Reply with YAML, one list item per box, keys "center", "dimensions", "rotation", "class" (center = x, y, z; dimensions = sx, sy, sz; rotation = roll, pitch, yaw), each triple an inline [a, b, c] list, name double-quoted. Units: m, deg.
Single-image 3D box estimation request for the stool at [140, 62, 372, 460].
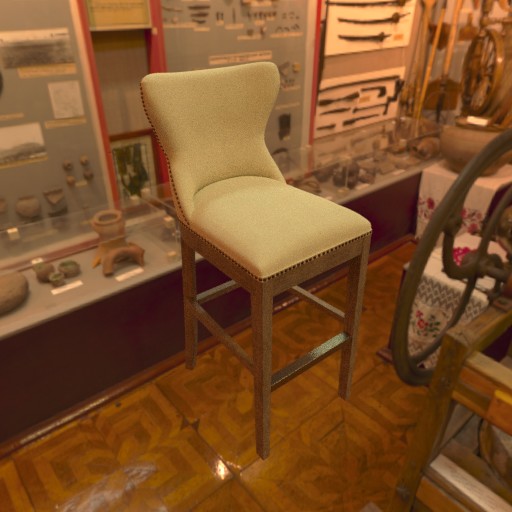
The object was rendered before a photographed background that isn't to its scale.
- center: [0.000, 0.000, 1.477]
  dimensions: [0.494, 1.123, 0.606]
  rotation: [-22, 37, -32]
  class: "stool"
